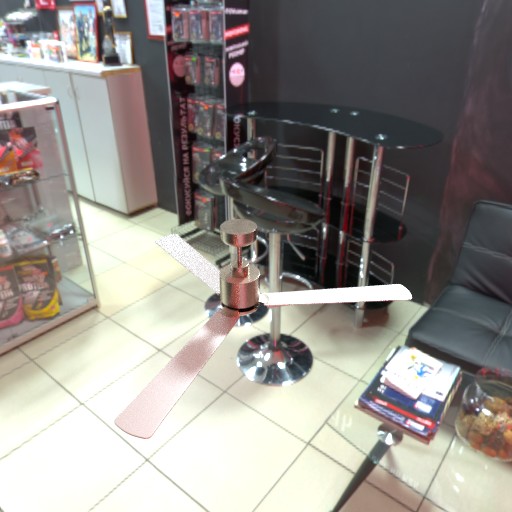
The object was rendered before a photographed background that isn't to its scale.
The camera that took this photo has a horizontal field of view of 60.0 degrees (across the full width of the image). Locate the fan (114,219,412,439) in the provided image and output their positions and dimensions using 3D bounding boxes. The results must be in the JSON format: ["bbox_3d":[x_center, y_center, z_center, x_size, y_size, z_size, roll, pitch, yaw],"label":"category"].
[{"bbox_3d":[0.000,0.000,2.284,1.531,0.446,1.561,-9,30,-16],"label":"fan"}]
